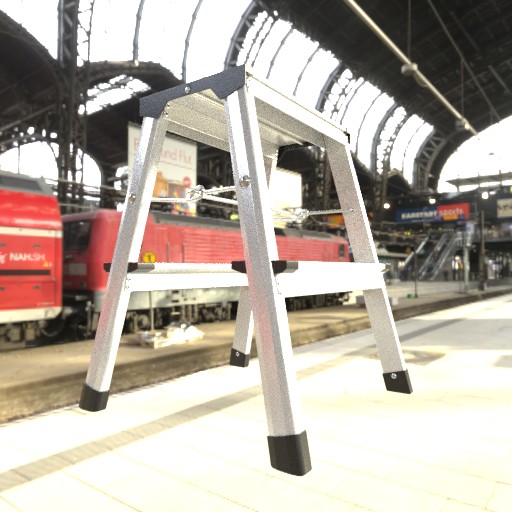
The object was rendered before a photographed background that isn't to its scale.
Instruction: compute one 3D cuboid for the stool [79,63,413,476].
[{"bbox_3d":[0.000,0.000,0.749,0.405,0.480,0.404,-1,-2,35],"label":"stool"}]
